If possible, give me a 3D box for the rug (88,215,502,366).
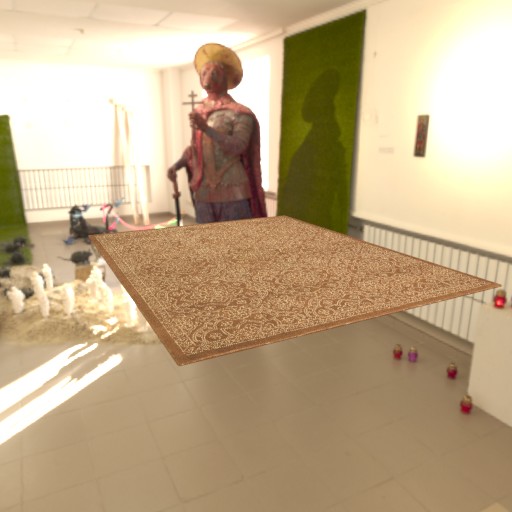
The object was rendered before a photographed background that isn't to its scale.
[{"bbox_3d":[0.000,0.000,3.966,2.441,0.015,3.050,-8,18,-27],"label":"rug"}]
